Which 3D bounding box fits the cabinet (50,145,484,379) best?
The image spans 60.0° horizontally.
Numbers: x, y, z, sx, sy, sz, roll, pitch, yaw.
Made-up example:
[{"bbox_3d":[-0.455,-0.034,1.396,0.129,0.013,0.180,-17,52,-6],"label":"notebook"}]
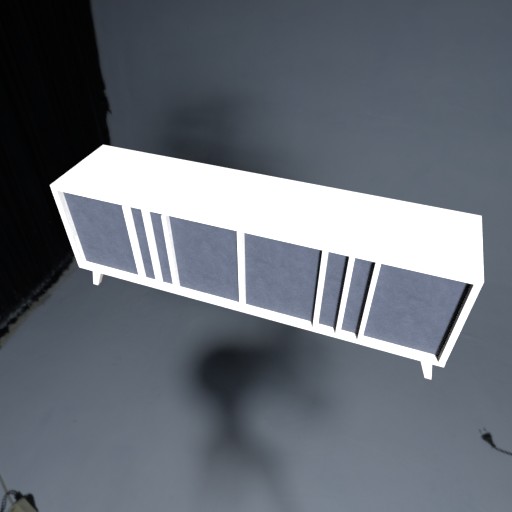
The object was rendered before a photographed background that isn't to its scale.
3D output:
[{"bbox_3d":[0.000,0.000,2.554,2.198,0.779,0.499,13,43,15],"label":"cabinet"}]
